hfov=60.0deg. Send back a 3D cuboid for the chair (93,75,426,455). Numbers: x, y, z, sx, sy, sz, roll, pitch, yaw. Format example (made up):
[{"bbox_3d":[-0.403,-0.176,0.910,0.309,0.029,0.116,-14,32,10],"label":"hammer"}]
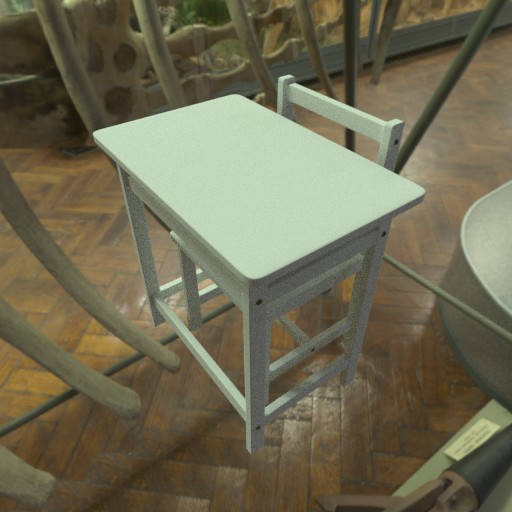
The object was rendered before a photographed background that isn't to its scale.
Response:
[{"bbox_3d":[0.000,0.000,1.066,0.461,0.673,0.599,-26,46,-27],"label":"chair"}]
